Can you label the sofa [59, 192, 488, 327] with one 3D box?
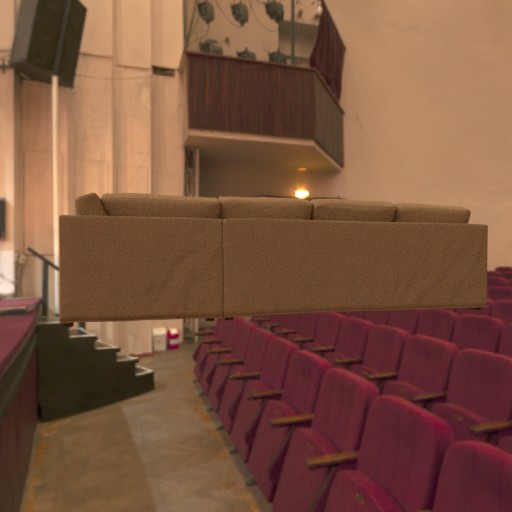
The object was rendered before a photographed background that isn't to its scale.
[{"bbox_3d":[0.000,0.000,4.261,3.182,0.871,2.432,0,0,-16],"label":"sofa"}]
